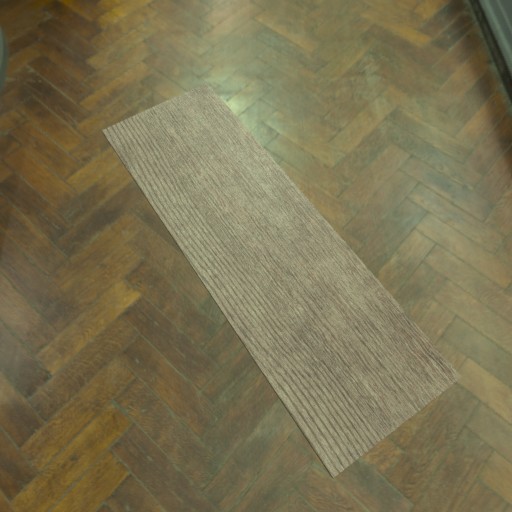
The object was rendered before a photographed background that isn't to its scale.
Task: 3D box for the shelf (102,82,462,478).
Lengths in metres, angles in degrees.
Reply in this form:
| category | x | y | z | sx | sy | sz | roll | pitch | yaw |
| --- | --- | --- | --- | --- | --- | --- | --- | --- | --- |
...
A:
| category | x | y | z | sx | sy | sz | roll | pitch | yaw |
| --- | --- | --- | --- | --- | --- | --- | --- | --- | --- |
| shelf | 0.000 | 0.000 | 0.688 | 0.200 | 0.125 | 0.610 | -31 | 67 | -15 |
